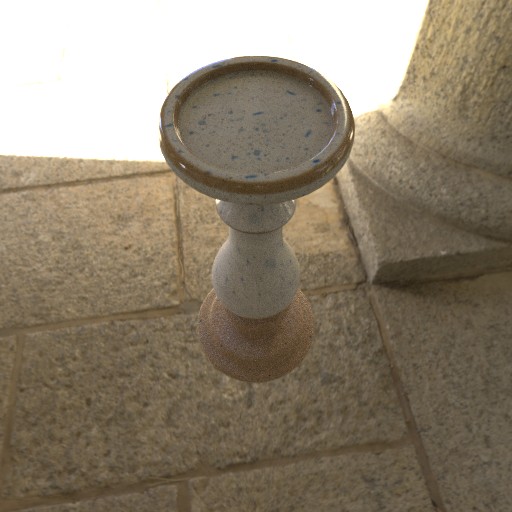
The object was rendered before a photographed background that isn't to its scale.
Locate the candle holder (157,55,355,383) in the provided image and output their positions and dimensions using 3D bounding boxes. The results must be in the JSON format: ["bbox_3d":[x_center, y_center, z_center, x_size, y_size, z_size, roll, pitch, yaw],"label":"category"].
[{"bbox_3d":[0.000,0.000,0.253,0.088,0.203,0.088,0,58,0],"label":"candle holder"}]
